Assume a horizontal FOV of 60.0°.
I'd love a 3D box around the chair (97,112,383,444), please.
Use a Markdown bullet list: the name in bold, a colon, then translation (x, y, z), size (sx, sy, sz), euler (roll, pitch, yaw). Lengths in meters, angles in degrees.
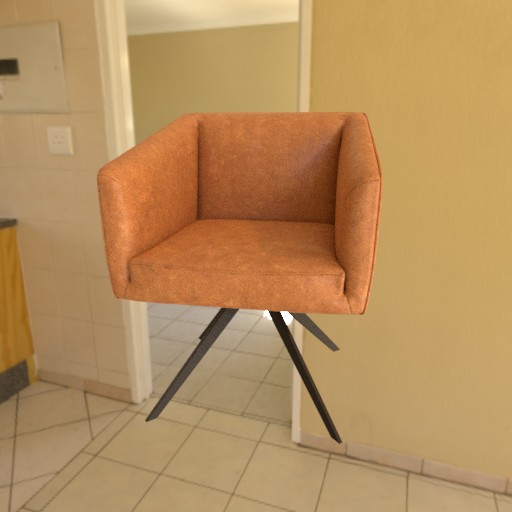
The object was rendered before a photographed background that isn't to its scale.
- **chair**: translation (0.000, 0.000, 1.199), size (0.588, 0.760, 0.625), euler (3, 16, 9)
